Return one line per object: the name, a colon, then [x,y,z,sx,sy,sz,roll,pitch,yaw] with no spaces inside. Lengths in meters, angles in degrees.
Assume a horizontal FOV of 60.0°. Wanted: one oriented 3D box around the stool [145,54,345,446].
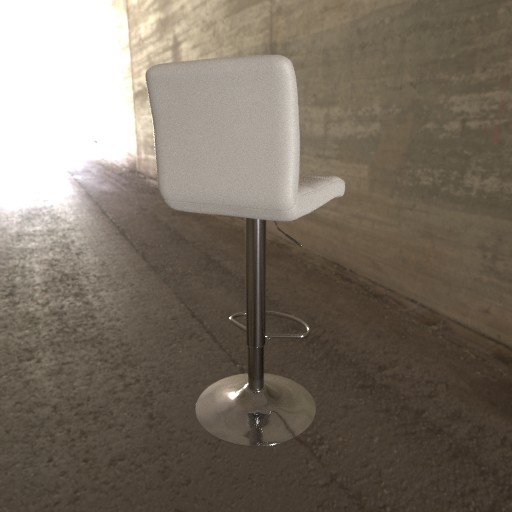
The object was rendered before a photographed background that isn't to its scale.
stool: [0.000,0.000,1.424,0.430,1.115,0.505,8,18,26]
